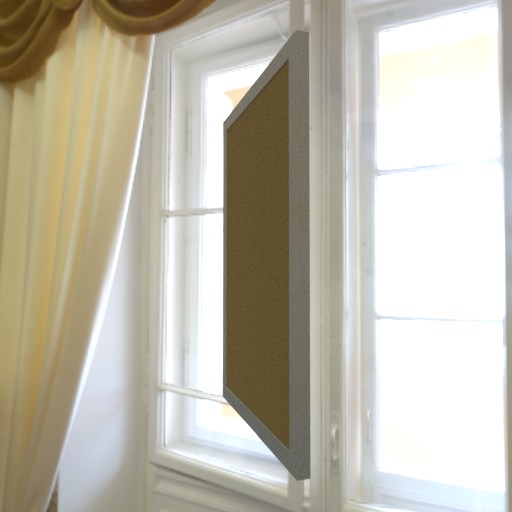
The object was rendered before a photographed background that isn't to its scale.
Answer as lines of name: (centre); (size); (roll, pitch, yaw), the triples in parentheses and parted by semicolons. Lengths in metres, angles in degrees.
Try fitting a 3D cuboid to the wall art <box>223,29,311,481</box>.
wall art: (0.000, 0.000, 1.490); (0.038, 1.143, 0.764); (0, -2, -18)
